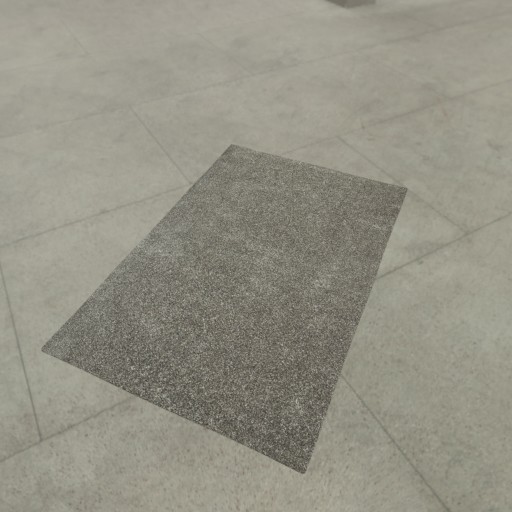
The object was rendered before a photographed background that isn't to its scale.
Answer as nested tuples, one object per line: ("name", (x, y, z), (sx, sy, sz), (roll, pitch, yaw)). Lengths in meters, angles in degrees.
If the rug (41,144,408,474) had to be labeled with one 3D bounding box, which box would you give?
("rug", (0.000, 0.000, 3.436), (1.802, 0.026, 2.699), (18, 48, 17))
